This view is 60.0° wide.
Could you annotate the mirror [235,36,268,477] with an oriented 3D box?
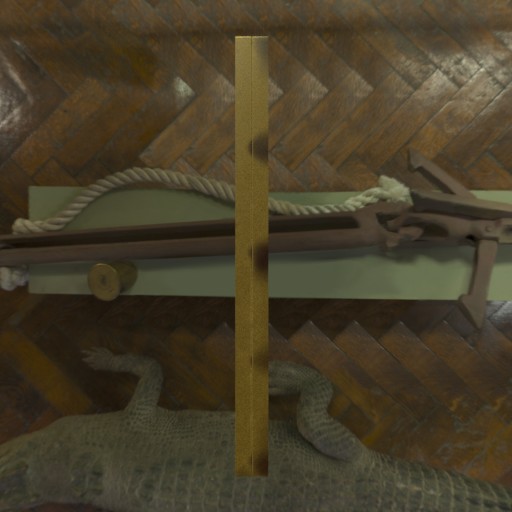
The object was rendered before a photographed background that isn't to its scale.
[{"bbox_3d":[0.000,0.000,0.764,0.042,0.507,0.509,0,90,1],"label":"mirror"}]
